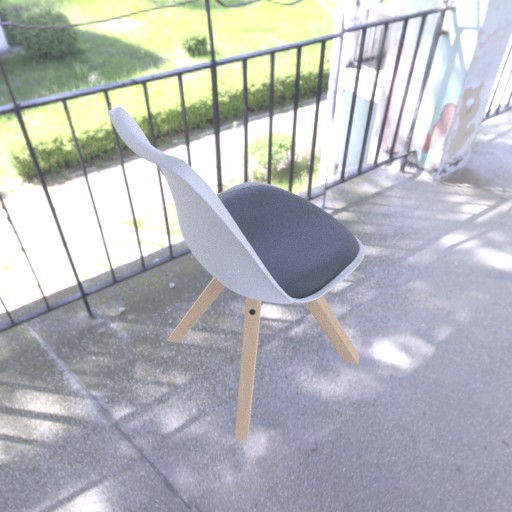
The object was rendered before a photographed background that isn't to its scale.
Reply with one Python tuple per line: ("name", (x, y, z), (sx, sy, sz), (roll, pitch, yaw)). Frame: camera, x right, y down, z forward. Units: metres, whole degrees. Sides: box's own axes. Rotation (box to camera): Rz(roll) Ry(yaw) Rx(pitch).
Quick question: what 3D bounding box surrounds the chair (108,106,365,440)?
("chair", (0.000, 0.000, 1.174), (0.550, 0.850, 0.485), (-25, 48, -25))
